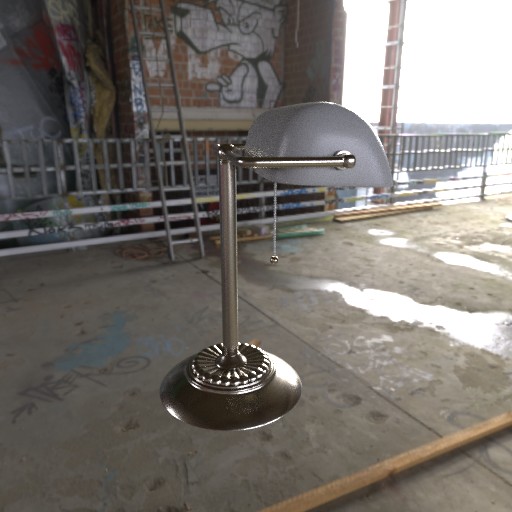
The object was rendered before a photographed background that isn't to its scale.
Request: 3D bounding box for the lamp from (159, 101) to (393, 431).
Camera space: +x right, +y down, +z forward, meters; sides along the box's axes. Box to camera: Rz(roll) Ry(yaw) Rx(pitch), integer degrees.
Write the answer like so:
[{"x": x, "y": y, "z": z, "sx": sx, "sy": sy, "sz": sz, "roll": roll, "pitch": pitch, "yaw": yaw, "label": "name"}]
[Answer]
[{"x": 0.000, "y": 0.000, "z": 0.521, "sx": 0.243, "sy": 0.339, "sz": 0.264, "roll": -3, "pitch": 17, "yaw": -10, "label": "lamp"}]
